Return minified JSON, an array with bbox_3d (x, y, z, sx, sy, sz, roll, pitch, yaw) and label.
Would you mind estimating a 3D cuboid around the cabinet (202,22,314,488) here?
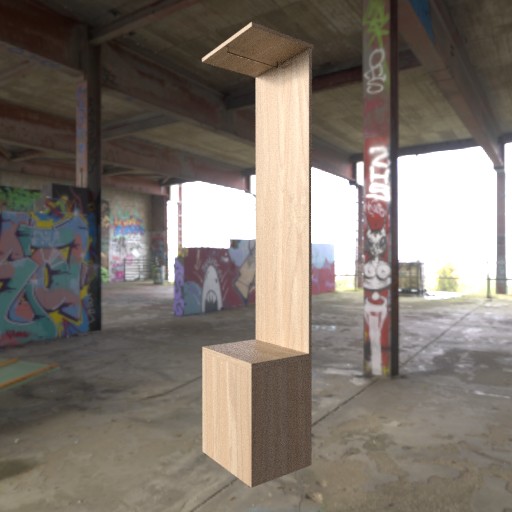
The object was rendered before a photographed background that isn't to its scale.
[{"bbox_3d":[0.000,0.000,2.045,0.338,1.879,0.411,0,0,-36],"label":"cabinet"}]
